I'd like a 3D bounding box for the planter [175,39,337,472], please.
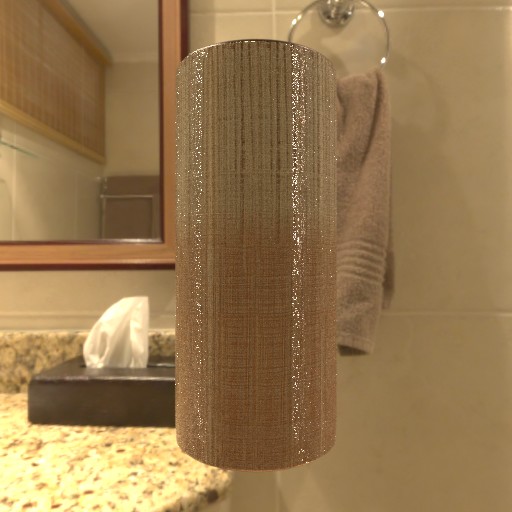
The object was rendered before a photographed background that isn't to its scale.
[{"bbox_3d":[0.000,0.000,0.279,0.100,0.227,0.100,0,0,-36],"label":"planter"}]
